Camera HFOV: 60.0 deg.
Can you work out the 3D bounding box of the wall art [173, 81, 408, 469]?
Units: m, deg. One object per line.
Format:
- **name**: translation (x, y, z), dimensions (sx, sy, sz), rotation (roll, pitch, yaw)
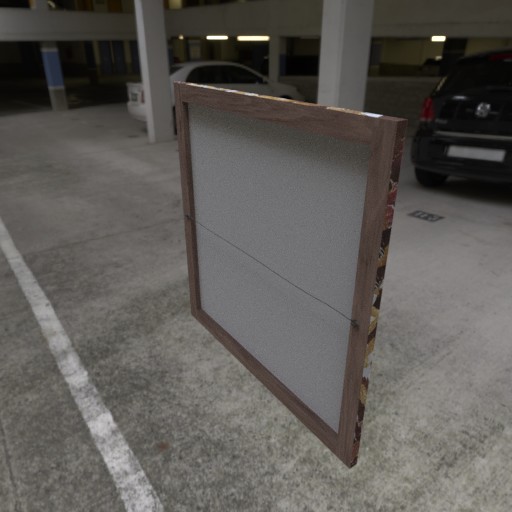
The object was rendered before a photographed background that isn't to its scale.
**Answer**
- **wall art**: translation (0.000, 0.000, 1.111), dimensions (0.028, 0.762, 0.757), rotation (-18, 31, -31)
